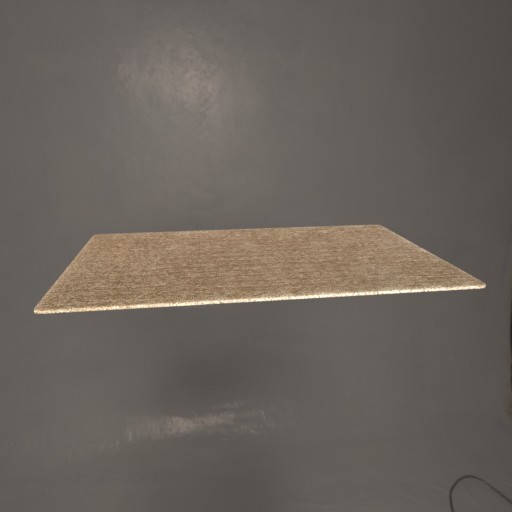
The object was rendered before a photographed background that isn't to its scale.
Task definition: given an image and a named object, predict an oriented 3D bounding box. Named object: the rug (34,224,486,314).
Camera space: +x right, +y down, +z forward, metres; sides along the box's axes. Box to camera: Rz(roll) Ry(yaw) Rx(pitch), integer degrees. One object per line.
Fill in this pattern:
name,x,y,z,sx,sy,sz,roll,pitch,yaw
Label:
rug,0.000,0.000,3.085,2.469,0.024,1.539,-2,17,-8
